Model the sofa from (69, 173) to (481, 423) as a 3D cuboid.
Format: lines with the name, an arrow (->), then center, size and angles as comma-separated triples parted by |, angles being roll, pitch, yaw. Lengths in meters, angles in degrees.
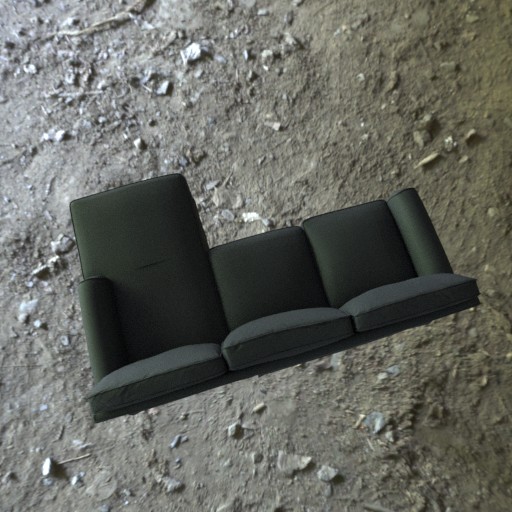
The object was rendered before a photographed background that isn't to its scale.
sofa -> 0.000, 0.000, 3.204 | 2.518, 1.039, 1.637 | -16, 75, -4
